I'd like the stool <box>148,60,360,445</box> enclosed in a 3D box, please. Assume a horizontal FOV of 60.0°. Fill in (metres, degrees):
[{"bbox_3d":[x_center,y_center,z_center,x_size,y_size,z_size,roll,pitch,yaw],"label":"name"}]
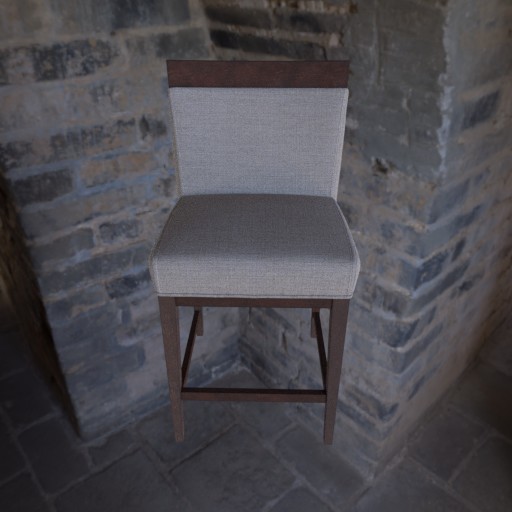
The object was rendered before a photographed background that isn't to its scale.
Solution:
[{"bbox_3d":[0.000,0.000,1.301,0.512,1.009,0.531,1,31,1],"label":"stool"}]
